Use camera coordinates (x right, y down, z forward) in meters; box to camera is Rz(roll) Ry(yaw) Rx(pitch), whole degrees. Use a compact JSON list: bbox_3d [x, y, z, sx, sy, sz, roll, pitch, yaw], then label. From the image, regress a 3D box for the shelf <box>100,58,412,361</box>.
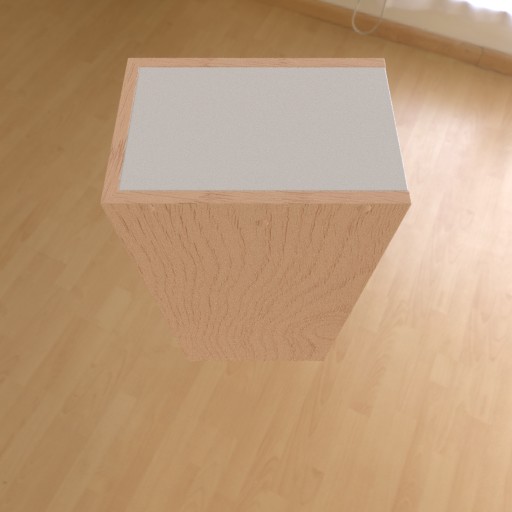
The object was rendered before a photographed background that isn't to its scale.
[{"bbox_3d":[0.000,0.000,0.724,0.290,0.600,0.200,0,63,0],"label":"shelf"}]
